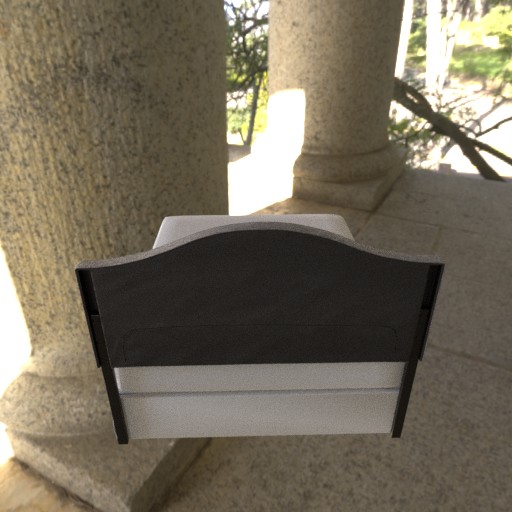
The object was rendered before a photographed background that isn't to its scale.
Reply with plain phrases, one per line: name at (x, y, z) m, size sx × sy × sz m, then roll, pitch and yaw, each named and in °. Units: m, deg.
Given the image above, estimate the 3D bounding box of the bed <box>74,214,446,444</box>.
bed at (0.000, 0.000, 2.905) m, size 1.610 × 1.295 × 1.870 m, roll -1°, pitch 29°, yaw -1°
